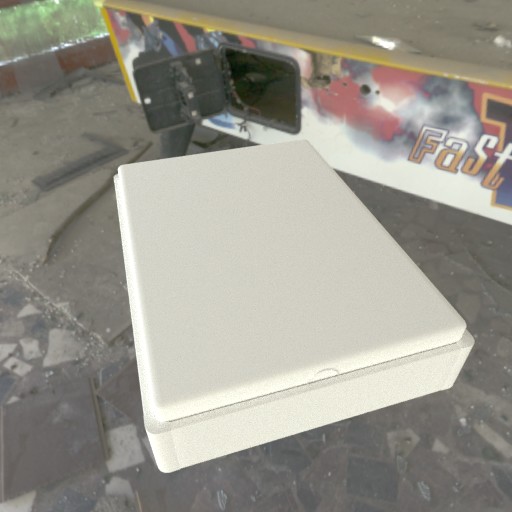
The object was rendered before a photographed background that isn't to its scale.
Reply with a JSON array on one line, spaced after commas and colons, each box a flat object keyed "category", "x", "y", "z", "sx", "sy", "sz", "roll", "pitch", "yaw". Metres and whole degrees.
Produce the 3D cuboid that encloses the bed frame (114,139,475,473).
[{"category": "bed frame", "x": 0.000, "y": 0.000, "z": 2.488, "sx": 1.400, "sy": 0.406, "sz": 1.900, "roll": -11, "pitch": 42, "yaw": -13}]
